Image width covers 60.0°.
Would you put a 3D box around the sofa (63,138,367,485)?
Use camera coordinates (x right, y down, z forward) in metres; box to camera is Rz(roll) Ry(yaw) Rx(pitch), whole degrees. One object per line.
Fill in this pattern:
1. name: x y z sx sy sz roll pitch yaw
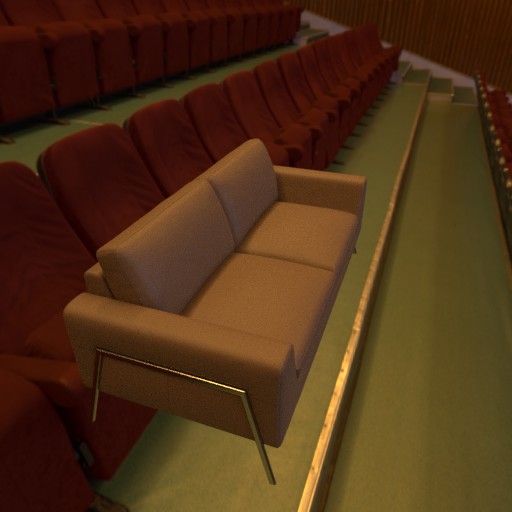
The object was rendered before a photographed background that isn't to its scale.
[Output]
1. sofa: 0.000 0.000 2.540 0.953 0.875 2.017 11 32 17
